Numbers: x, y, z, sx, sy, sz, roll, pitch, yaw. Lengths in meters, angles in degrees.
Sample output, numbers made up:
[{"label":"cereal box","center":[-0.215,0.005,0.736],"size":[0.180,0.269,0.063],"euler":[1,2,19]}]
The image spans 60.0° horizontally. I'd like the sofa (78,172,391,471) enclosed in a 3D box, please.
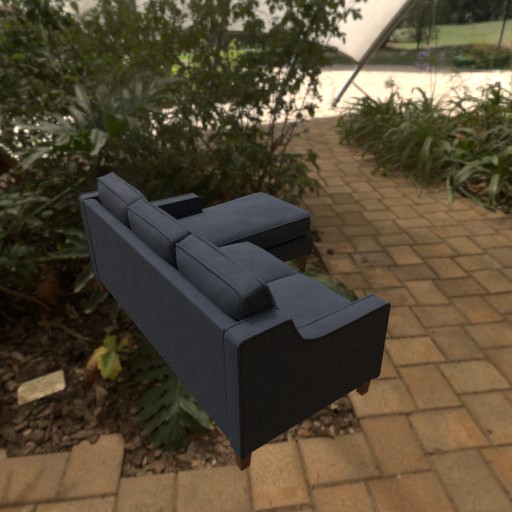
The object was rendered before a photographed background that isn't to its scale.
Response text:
[{"label":"sofa","center":[0.000,0.000,3.334],"size":[1.858,1.066,2.317],"euler":[-18,32,-31]}]
